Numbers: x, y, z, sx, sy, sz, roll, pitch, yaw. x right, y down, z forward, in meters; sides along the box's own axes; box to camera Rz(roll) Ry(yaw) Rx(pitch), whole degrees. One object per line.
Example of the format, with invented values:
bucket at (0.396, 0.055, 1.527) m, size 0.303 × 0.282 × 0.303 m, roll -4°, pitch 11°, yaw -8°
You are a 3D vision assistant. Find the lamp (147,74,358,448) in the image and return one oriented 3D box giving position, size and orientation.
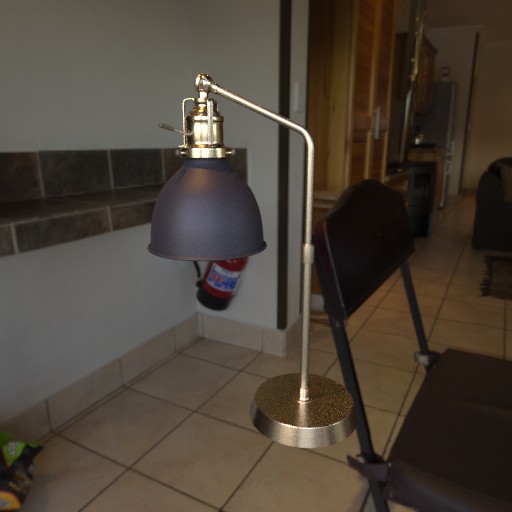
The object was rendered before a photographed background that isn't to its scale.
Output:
lamp at (0.000, 0.000, 0.591) m, size 0.291 × 0.456 × 0.160 m, roll 2°, pitch 15°, yaw 10°
